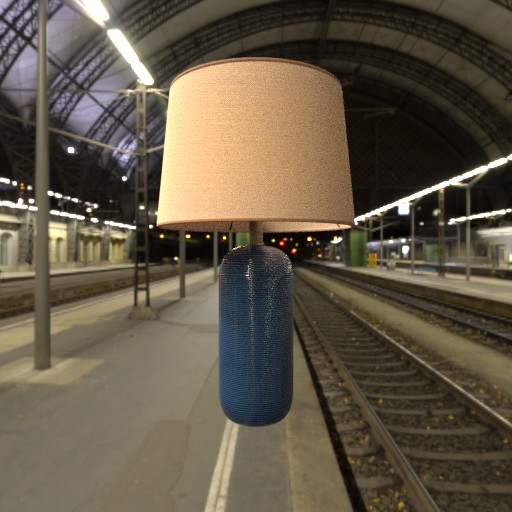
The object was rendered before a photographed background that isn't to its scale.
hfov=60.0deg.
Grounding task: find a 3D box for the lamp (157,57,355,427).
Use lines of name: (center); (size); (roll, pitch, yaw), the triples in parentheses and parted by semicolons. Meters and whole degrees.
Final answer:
lamp: (0.000, 0.000, 0.839); (0.367, 0.609, 0.367); (0, 0, 0)
